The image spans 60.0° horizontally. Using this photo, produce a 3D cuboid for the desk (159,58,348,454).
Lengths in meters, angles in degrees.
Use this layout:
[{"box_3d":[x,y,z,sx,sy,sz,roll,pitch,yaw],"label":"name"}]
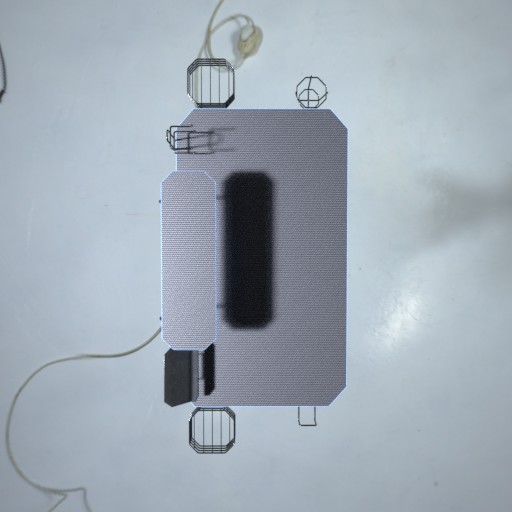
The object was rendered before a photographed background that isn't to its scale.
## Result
[{"box_3d":[0.000,0.000,1.742,0.594,0.909,1.295,0,92,0],"label":"desk"}]
